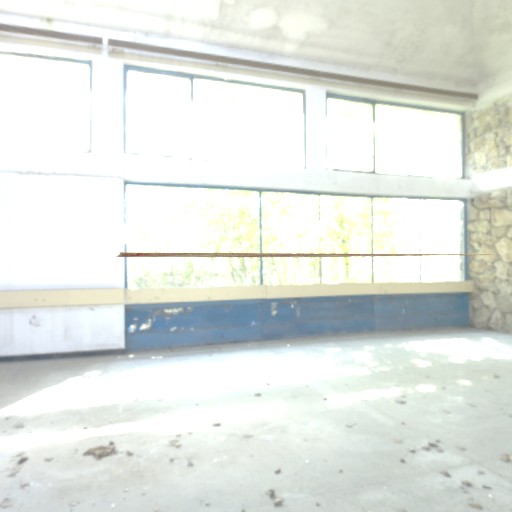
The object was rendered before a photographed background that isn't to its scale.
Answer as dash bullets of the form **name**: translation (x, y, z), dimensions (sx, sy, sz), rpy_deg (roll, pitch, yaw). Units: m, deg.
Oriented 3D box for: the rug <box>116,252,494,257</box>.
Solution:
- **rug**: translation (0.000, 0.000, 4.108), dimensions (2.460, 0.005, 3.067), rpy_deg (0, -1, -18)
